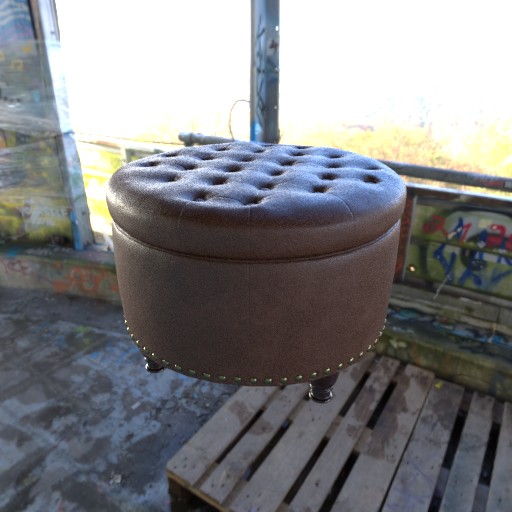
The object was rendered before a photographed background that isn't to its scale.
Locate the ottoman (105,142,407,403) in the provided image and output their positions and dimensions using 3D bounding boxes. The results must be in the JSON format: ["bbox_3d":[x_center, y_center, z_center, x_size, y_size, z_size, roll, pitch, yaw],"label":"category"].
[{"bbox_3d":[0.000,0.000,1.056,0.637,0.442,0.637,0,25,0],"label":"ottoman"}]
